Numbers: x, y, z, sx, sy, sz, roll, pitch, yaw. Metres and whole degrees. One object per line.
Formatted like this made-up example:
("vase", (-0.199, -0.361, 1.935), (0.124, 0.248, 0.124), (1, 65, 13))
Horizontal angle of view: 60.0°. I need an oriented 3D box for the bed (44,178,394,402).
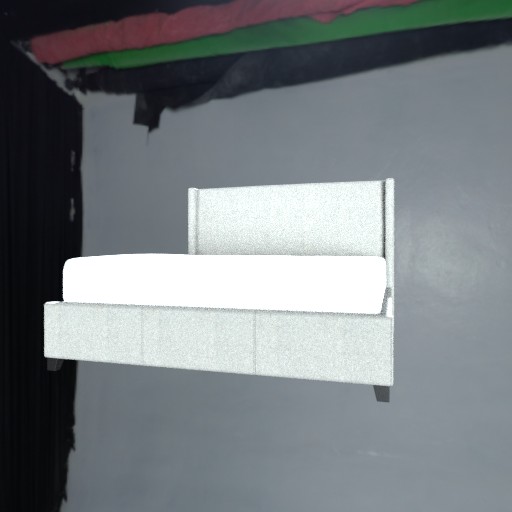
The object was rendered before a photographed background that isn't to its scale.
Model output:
("bed", (0.000, 0.000, 3.587), (2.140, 1.470, 2.280), (0, 0, 17))
